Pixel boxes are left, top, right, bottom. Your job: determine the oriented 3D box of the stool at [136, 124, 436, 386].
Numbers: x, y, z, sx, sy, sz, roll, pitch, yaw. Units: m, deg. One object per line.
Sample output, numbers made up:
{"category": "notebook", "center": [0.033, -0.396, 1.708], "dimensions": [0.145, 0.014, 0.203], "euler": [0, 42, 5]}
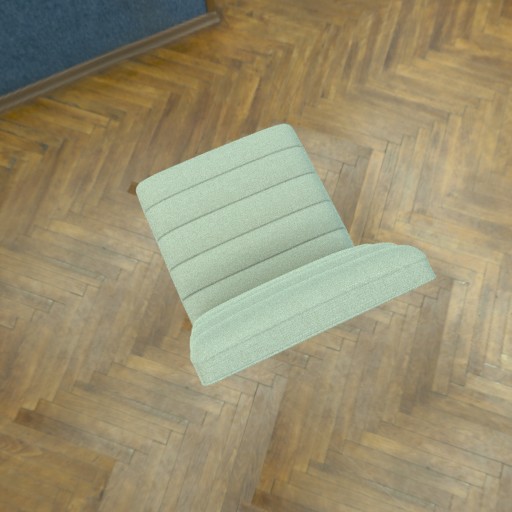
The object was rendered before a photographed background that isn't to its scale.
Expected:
{"category": "stool", "center": [0.000, 0.000, 1.250], "dimensions": [0.460, 0.940, 0.560], "euler": [-24, 76, -6]}
